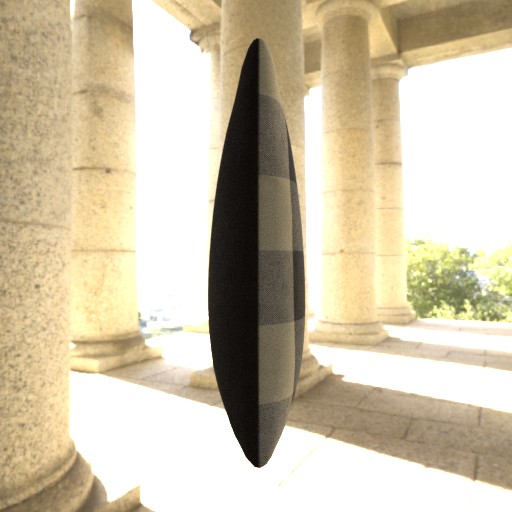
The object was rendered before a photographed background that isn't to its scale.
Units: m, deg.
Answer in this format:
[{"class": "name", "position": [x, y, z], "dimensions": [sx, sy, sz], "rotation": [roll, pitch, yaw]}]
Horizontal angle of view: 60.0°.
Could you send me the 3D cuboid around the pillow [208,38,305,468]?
[{"class": "pillow", "position": [0.000, 0.000, 0.772], "dimensions": [0.161, 0.509, 0.511], "rotation": [0, -1, -1]}]
